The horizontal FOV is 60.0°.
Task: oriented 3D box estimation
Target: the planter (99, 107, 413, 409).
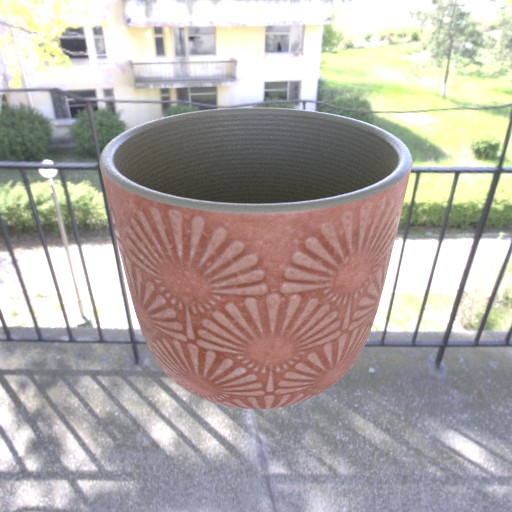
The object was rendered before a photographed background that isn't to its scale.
[{"bbox_3d":[0.000,0.000,0.211,0.124,0.109,0.124,0,32,0],"label":"planter"}]
